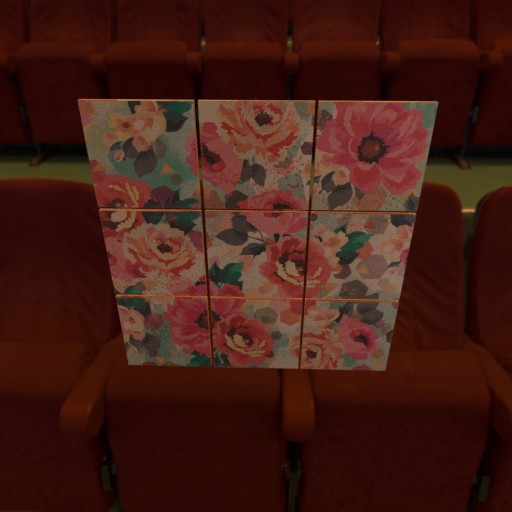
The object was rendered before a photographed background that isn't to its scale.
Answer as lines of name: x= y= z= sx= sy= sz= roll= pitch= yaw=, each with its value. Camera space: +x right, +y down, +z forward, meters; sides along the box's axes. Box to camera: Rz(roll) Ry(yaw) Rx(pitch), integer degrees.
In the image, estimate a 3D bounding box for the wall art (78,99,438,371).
wall art: x=0.000 y=0.000 z=1.351 sx=0.911 sy=0.910 sz=0.012 roll=1 pitch=30 yaw=2
